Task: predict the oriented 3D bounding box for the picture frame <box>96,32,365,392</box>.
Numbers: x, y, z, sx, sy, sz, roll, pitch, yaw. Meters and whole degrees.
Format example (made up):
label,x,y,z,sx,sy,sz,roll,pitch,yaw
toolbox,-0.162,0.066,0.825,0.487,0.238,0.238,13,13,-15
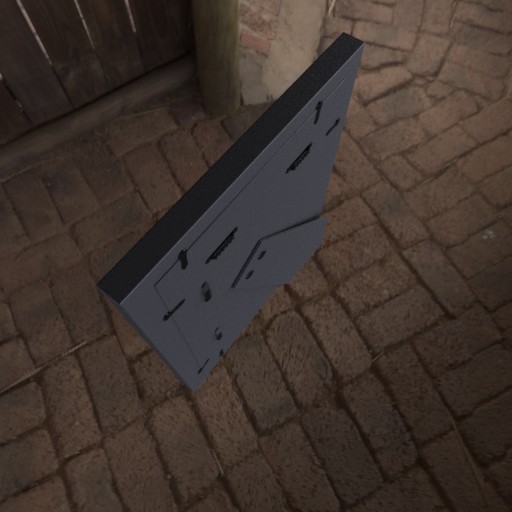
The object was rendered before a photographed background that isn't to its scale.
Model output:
label,x,y,z,sx,sy,sz,roll,pitch,yaw
picture frame,0.000,0.000,0.515,0.036,0.383,0.307,34,69,15
